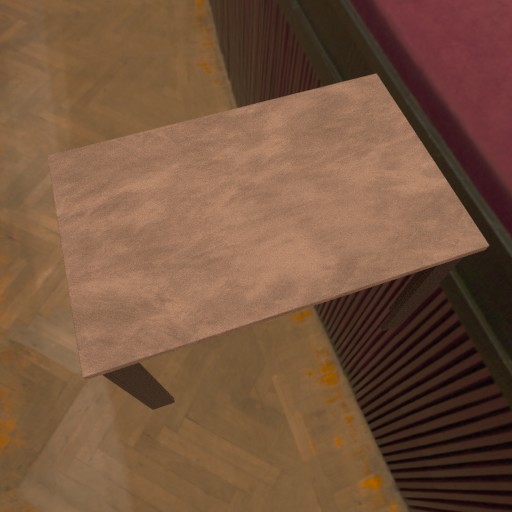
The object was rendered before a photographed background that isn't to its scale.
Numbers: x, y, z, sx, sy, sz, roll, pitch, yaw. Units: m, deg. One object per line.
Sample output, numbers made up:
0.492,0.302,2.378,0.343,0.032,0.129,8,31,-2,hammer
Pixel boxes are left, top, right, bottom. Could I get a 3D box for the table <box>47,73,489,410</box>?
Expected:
0.000,0.000,1.598,1.100,0.734,0.700,-17,64,-8,table
